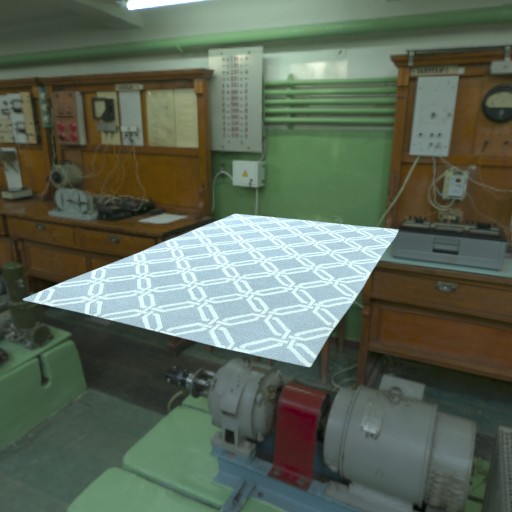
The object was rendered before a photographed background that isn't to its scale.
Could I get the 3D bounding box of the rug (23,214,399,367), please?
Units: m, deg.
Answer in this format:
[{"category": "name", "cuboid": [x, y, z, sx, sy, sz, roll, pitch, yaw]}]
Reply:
[{"category": "rug", "cuboid": [0.000, 0.000, 2.199, 1.148, 0.010, 1.754, 8, 19, 24]}]
